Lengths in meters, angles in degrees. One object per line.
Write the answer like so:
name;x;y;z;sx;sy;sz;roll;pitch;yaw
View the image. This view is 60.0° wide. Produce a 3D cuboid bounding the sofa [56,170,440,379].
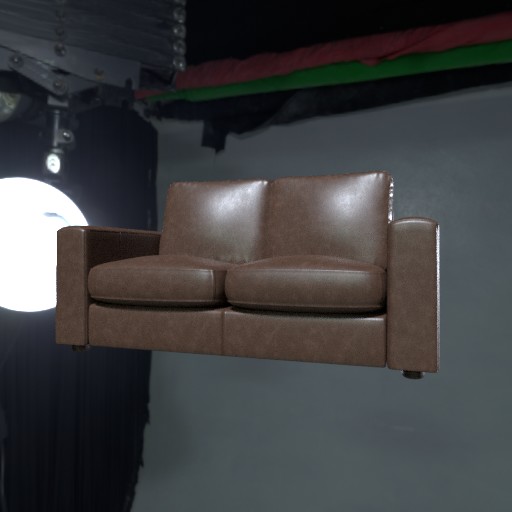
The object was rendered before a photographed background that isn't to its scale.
sofa;0.000;0.000;2.192;1.616;0.873;1.016;0;0;18
